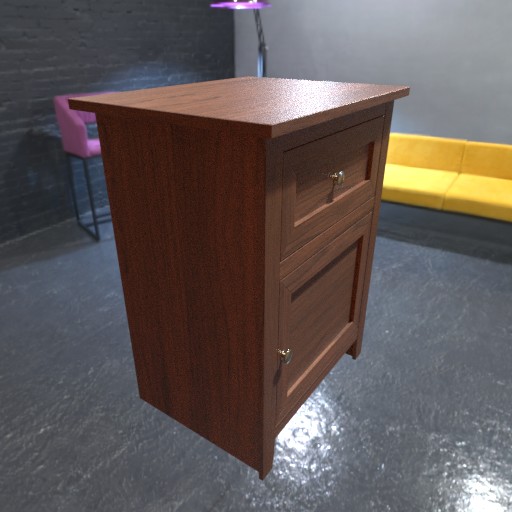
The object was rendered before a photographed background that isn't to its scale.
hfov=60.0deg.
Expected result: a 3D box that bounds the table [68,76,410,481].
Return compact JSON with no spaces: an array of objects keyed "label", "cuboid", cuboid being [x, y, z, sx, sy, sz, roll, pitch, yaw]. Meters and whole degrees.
[{"label":"table","cuboid":[0.000,0.000,0.910,0.381,0.636,0.480,18,32,31]}]
